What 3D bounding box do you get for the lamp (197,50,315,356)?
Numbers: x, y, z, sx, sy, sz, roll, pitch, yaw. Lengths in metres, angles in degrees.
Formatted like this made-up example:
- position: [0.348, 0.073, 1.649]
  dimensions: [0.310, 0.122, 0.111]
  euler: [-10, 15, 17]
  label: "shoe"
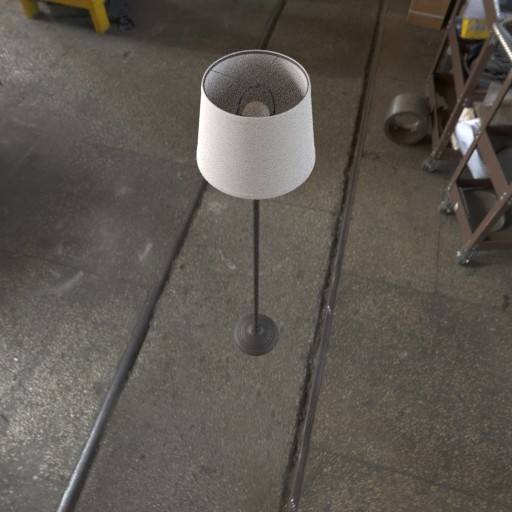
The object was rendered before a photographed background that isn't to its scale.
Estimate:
- position: [0.000, 0.000, 1.667]
  dimensions: [0.327, 1.506, 0.327]
  euler: [-16, 59, -10]
  label: "lamp"
